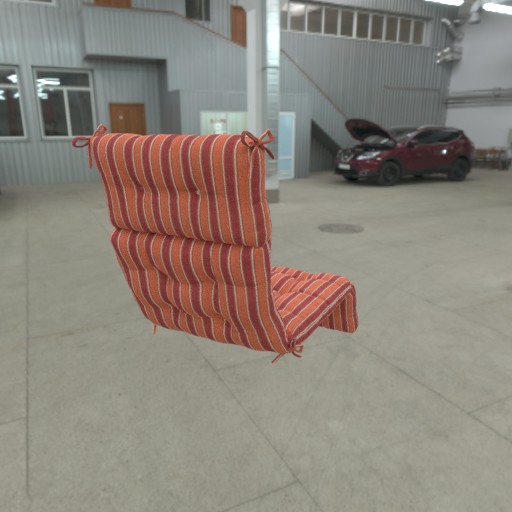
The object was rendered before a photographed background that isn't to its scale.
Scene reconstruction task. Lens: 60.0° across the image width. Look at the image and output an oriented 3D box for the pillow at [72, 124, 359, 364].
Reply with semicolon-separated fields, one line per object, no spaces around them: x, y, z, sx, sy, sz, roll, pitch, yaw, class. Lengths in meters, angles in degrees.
0.000;0.000;1.520;0.526;0.863;1.016;9;18;27;pillow
